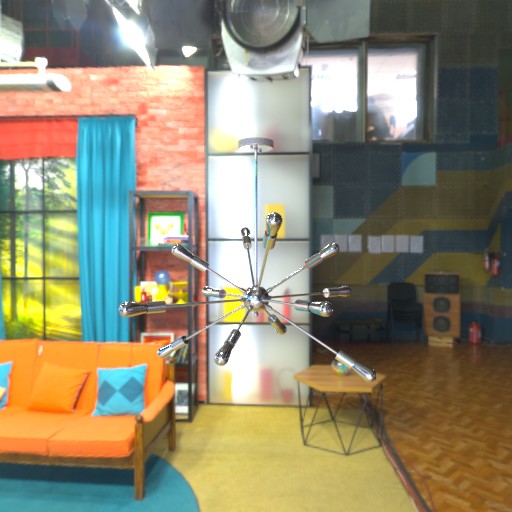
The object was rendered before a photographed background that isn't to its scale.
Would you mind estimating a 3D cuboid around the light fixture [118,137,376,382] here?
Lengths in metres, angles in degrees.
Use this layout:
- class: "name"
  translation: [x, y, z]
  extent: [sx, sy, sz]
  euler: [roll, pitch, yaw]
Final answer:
- class: "light fixture"
  translation: [0.000, 0.000, 1.088]
  extent: [0.684, 0.558, 0.509]
  euler: [-1, 1, -37]
